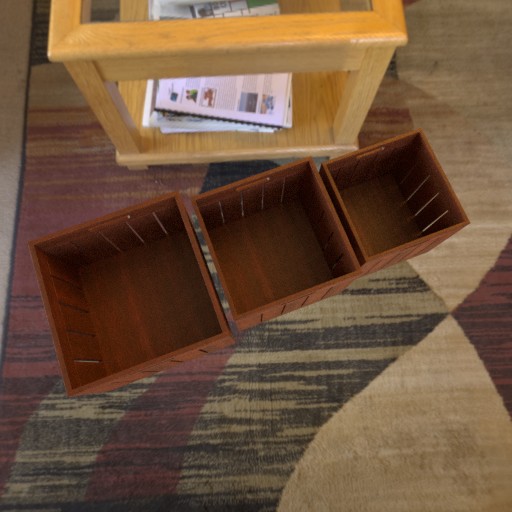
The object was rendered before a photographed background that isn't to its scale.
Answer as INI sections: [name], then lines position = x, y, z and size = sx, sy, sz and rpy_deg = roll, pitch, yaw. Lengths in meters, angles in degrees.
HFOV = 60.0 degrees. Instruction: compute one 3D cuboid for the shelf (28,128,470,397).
[shelf]
position = 0.000, 0.000, 1.251
size = 1.064, 0.311, 0.393
rpy_deg = -20, 77, -5
